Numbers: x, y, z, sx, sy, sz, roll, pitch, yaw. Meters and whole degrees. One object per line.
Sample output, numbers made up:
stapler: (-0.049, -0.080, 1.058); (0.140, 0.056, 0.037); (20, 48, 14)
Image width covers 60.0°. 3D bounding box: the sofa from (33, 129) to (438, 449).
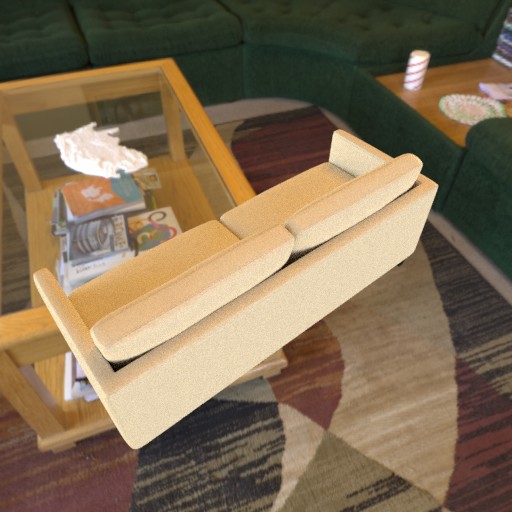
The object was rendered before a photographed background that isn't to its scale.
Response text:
sofa: (0.000, 0.000, 2.880); (2.434, 0.965, 0.948); (-30, 54, -25)
